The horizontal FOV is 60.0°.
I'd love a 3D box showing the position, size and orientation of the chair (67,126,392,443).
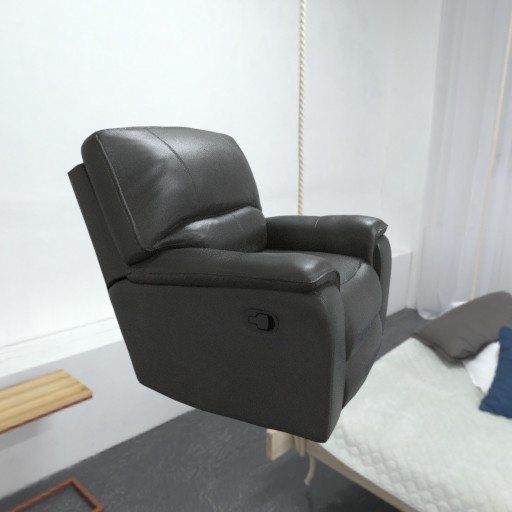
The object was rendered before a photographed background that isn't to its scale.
[{"bbox_3d":[0.000,0.000,1.956,1.087,1.109,1.096,7,16,25],"label":"chair"}]
